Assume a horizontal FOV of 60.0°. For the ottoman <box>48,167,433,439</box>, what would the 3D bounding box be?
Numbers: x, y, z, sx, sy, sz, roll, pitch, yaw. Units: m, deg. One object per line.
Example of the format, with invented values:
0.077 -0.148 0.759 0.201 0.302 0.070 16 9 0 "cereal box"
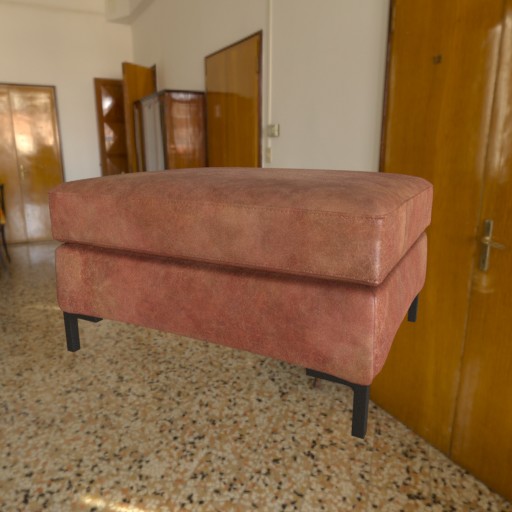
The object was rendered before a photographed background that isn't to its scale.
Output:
0.000 0.000 1.753 1.186 0.667 0.965 7 16 27 "ottoman"
